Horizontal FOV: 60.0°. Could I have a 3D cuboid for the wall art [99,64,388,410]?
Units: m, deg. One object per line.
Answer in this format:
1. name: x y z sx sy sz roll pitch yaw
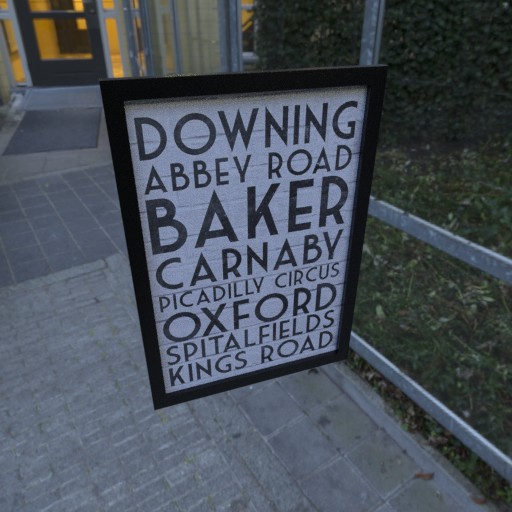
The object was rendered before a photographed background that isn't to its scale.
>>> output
1. wall art: 0.000 0.000 0.846 0.462 0.656 0.019 -10 32 -17
